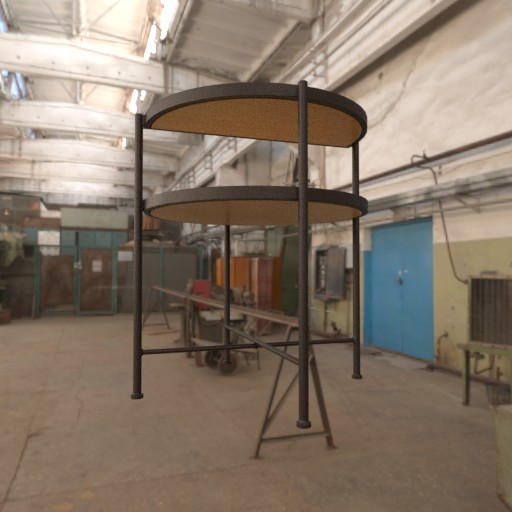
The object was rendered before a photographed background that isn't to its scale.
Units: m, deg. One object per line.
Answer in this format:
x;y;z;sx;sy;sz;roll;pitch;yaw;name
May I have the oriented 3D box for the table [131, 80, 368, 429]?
0.000;0.000;1.164;0.629;0.684;0.628;0;-2;-18;table
